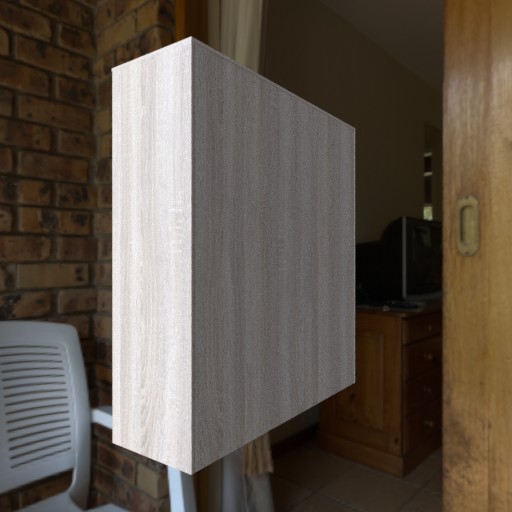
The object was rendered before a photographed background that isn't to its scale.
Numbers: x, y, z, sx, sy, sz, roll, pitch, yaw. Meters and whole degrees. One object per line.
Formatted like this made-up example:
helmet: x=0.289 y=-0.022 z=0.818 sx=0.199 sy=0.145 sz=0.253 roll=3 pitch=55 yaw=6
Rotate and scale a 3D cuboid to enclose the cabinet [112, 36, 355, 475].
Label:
cabinet: x=0.000 y=0.000 z=3.014 sx=0.620 sy=2.060 sz=1.870 roll=0 pitch=0 yaw=36
